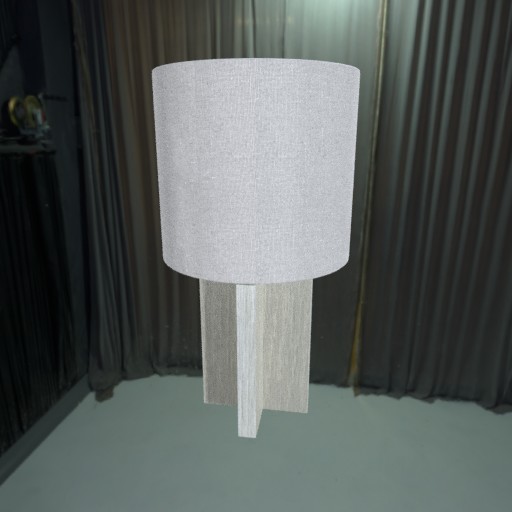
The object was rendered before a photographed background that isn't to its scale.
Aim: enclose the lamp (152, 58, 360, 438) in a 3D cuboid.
[{"bbox_3d":[0.000,0.000,0.557,0.229,0.428,0.229,3,17,9],"label":"lamp"}]
